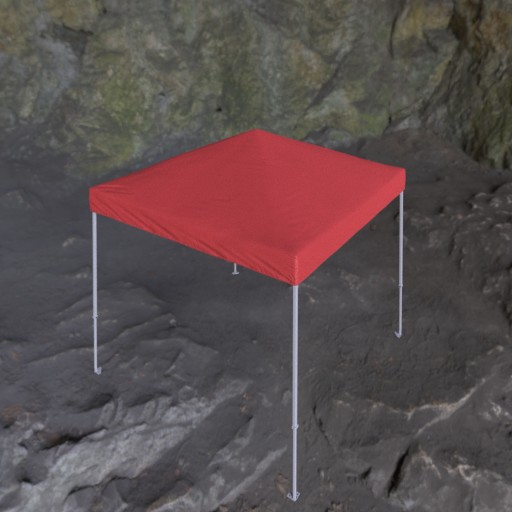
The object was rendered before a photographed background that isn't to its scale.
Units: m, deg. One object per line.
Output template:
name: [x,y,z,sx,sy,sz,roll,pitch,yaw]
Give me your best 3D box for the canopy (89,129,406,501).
canopy: [0.000,0.000,5.023,2.849,2.849,2.848,19,35,30]
